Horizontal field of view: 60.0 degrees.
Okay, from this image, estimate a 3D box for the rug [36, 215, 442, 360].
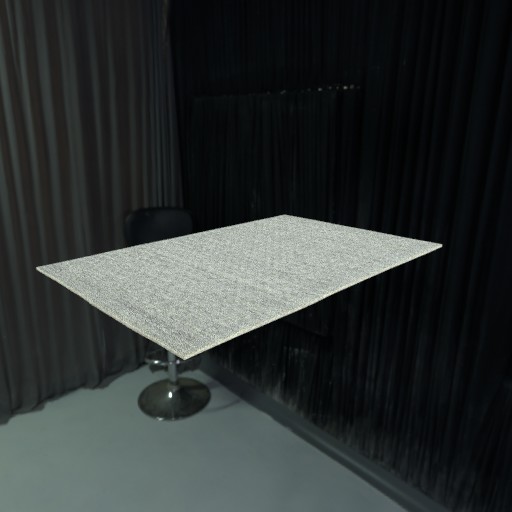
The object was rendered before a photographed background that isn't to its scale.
[{"bbox_3d":[0.000,0.000,2.968,2.297,0.018,1.532,-16,23,-42],"label":"rug"}]
